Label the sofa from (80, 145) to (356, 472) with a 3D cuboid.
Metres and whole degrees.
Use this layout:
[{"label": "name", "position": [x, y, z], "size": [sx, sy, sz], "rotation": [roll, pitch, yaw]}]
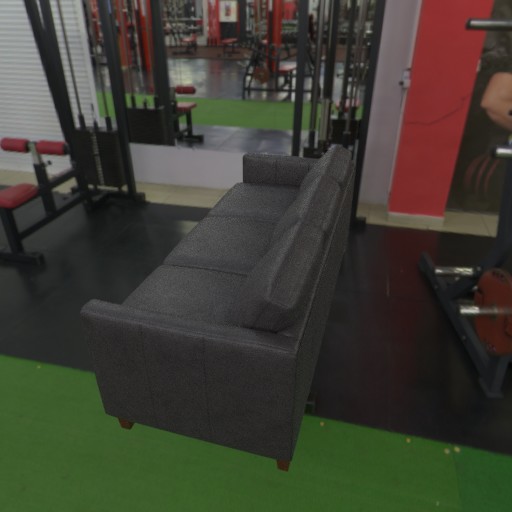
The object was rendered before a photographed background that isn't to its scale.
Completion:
[{"label": "sofa", "position": [0.000, 0.000, 2.981], "size": [1.045, 1.006, 2.464], "rotation": [8, 31, 14]}]
